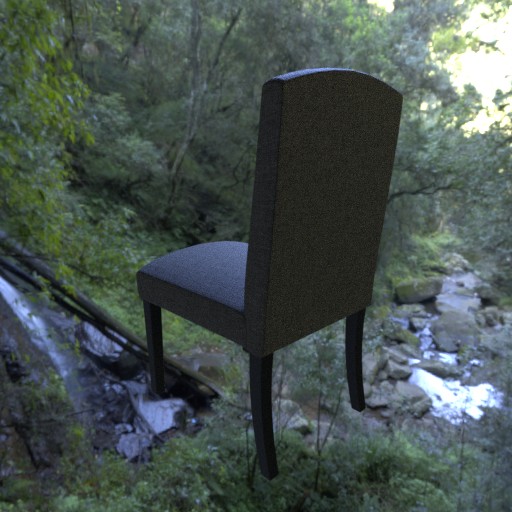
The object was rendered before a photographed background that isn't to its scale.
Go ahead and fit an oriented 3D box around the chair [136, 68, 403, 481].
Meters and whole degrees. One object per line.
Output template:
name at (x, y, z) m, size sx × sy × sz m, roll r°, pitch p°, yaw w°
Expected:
chair at (0.000, 0.000, 1.232) m, size 0.451 × 0.917 × 0.580 m, roll -15°, pitch 21°, yaw -42°
